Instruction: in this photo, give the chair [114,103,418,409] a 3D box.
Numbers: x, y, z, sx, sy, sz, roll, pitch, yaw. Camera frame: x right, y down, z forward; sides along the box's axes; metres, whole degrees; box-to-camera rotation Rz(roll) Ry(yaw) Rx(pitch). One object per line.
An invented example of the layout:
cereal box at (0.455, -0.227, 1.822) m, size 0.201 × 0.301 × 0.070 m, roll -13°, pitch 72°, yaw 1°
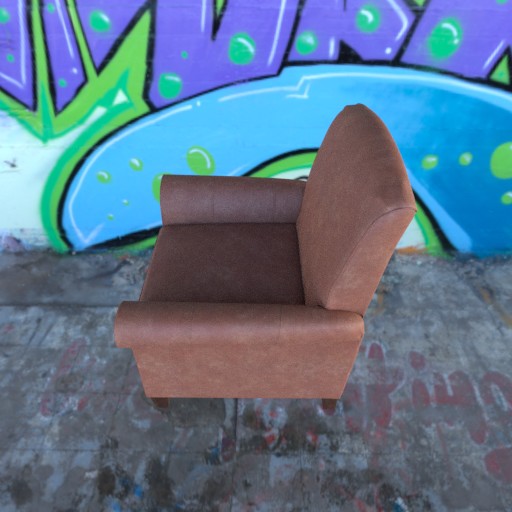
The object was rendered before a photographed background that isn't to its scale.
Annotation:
chair at (0.000, 0.000, 1.776) m, size 0.902 × 1.061 × 0.978 m, roll 0°, pitch 40°, yaw 0°
